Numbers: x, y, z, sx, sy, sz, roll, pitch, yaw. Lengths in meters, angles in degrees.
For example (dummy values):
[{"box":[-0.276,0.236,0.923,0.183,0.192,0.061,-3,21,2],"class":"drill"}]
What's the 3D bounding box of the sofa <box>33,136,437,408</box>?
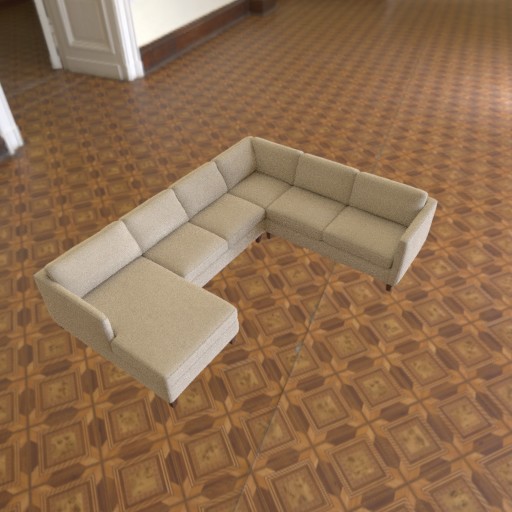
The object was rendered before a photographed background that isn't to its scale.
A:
[{"box":[0.000,0.000,4.464,2.551,0.853,3.238,25,47,26],"class":"sofa"}]
